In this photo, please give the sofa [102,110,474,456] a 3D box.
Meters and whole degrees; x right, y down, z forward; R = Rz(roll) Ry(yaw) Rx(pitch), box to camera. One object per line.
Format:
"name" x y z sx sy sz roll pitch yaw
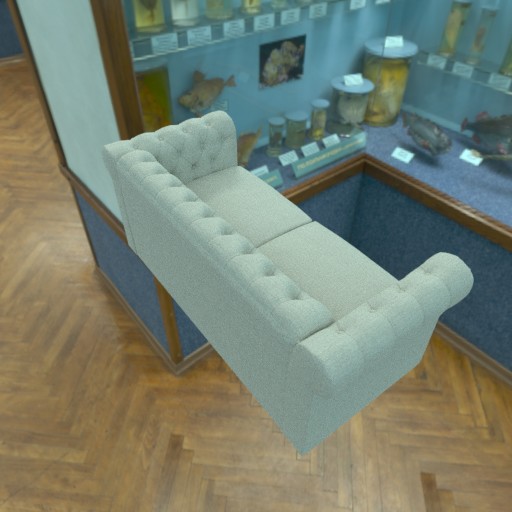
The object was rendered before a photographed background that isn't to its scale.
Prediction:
"sofa" 0.000 0.000 2.261 0.783 0.797 1.798 -27 49 -26
